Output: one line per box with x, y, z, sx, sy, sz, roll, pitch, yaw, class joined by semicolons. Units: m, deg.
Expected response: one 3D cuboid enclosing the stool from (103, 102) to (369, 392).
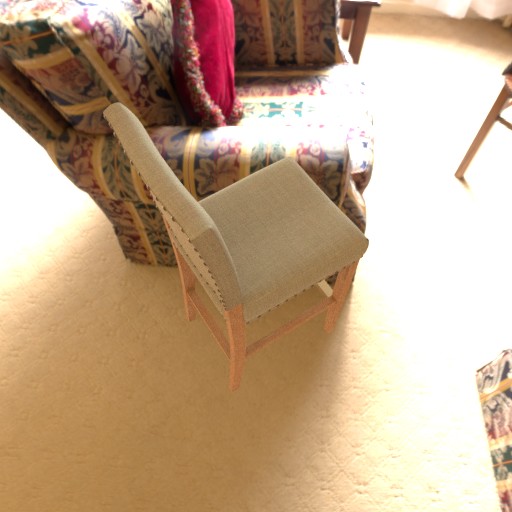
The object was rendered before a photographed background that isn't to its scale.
0.000;0.000;1.507;0.585;1.203;0.445;-29;63;-17;stool
